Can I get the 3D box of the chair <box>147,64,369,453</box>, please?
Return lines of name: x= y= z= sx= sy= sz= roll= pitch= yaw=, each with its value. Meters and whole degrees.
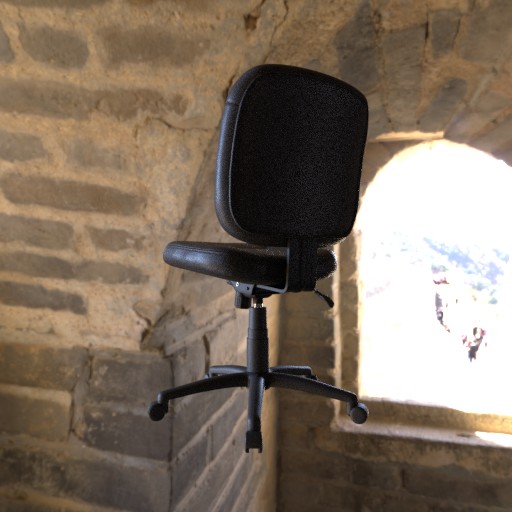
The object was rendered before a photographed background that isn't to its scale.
chair: x=0.000 y=0.000 z=1.398 sx=0.647 sy=0.959 sz=0.646 roll=1 pitch=-1 yaw=-34
